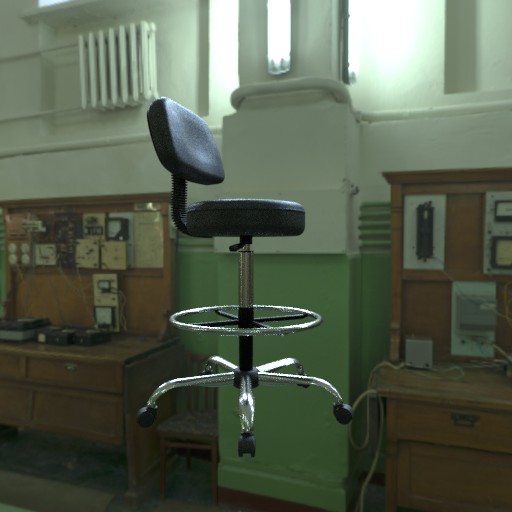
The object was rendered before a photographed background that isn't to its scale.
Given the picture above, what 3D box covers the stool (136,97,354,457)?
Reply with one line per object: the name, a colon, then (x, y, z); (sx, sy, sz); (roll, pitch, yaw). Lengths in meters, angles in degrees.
stool: (0.000, 0.000, 1.511); (0.658, 1.069, 0.694); (0, 1, 19)
